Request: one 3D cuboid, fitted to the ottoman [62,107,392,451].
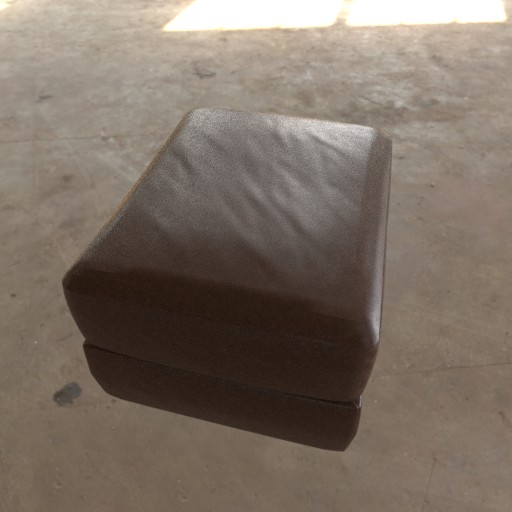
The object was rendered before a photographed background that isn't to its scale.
[{"bbox_3d":[0.000,0.000,1.130,0.603,0.476,0.751,10,46,10],"label":"ottoman"}]
